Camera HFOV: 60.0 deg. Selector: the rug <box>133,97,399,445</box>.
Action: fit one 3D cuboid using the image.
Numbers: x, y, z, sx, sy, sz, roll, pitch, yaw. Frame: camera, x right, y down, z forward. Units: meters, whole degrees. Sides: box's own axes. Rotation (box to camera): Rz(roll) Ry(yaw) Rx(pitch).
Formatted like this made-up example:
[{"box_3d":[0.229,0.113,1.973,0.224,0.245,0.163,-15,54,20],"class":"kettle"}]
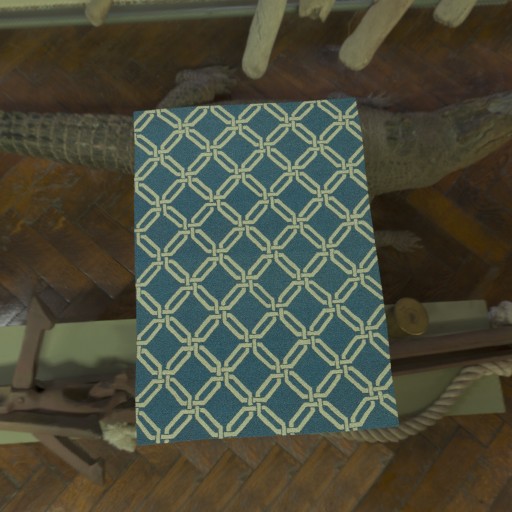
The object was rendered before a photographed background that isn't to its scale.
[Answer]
[{"box_3d":[0.000,0.000,2.774,1.524,0.013,2.135,-4,77,-1],"class":"rug"}]
